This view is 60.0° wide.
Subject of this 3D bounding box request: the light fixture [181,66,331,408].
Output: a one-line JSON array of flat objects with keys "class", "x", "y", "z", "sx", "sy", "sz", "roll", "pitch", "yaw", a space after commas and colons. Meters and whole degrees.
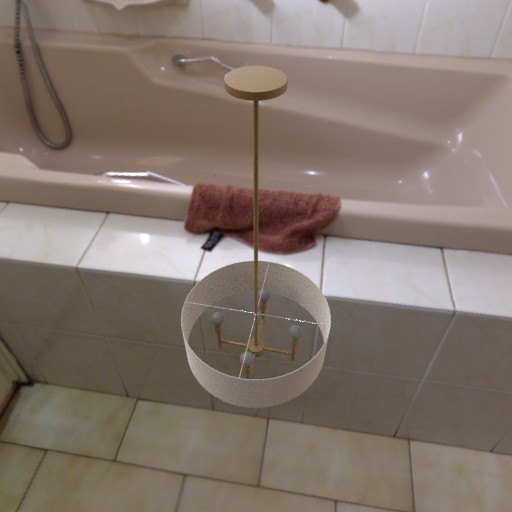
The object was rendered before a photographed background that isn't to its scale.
[{"class": "light fixture", "x": 0.000, "y": 0.000, "z": 1.322, "sx": 0.508, "sy": 1.067, "sz": 0.508, "roll": 0, "pitch": 45, "yaw": 0}]
